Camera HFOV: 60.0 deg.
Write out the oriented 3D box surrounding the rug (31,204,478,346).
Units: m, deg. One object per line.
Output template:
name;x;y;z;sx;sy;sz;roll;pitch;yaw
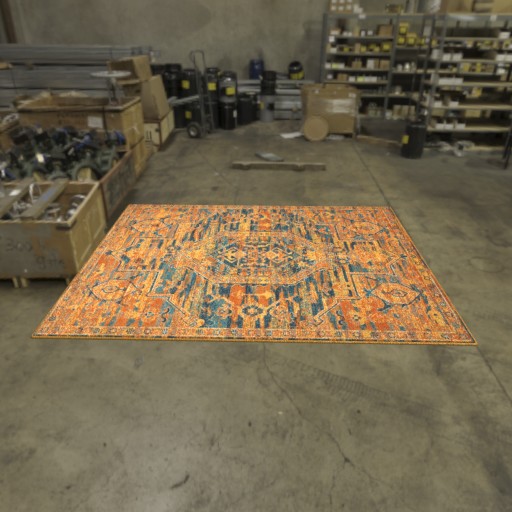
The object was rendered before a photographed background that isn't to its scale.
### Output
rug;0.000;0.000;4.070;3.040;0.031;2.435;1;28;1
